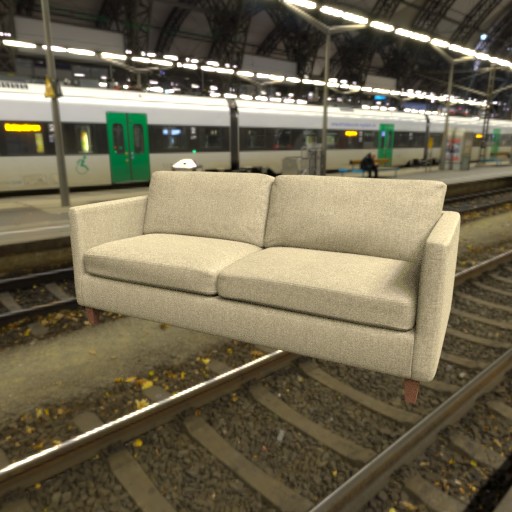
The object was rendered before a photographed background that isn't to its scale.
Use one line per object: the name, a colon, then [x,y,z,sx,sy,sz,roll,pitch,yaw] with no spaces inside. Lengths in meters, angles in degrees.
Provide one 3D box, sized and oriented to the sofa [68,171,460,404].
sofa: [0.000,0.000,2.714,2.208,0.960,0.956,7,16,26]
